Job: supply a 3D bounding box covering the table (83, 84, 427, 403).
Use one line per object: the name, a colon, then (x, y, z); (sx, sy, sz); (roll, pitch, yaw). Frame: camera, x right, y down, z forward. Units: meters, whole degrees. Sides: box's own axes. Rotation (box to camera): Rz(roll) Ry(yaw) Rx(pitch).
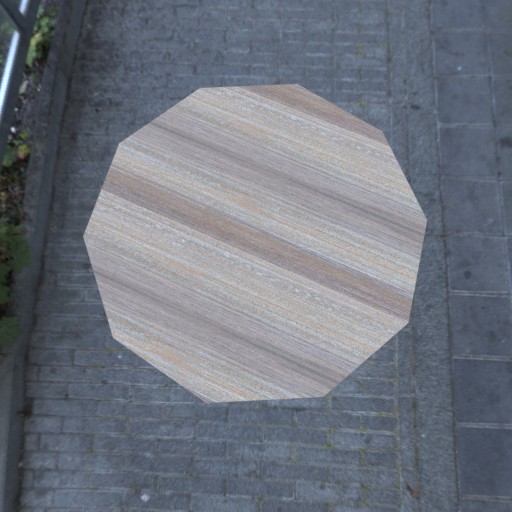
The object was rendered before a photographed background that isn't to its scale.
table: (0.000, 0.000, 1.891); (1.186, 0.752, 1.186); (0, 75, 0)
